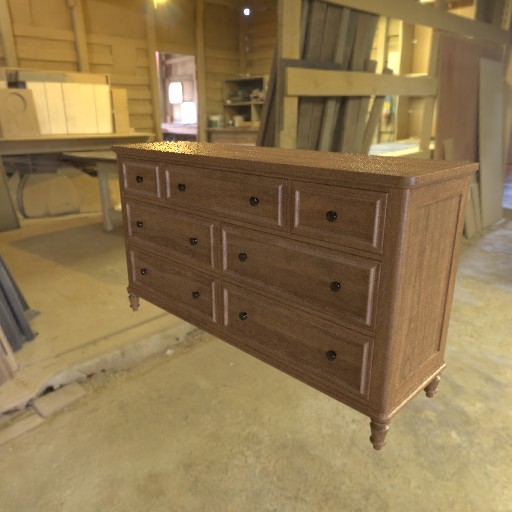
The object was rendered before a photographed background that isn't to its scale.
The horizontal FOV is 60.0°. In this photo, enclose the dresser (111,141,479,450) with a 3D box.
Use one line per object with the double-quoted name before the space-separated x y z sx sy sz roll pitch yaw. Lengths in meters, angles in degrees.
"dresser" 0.000 0.000 1.952 1.583 0.892 0.468 17 25 42
